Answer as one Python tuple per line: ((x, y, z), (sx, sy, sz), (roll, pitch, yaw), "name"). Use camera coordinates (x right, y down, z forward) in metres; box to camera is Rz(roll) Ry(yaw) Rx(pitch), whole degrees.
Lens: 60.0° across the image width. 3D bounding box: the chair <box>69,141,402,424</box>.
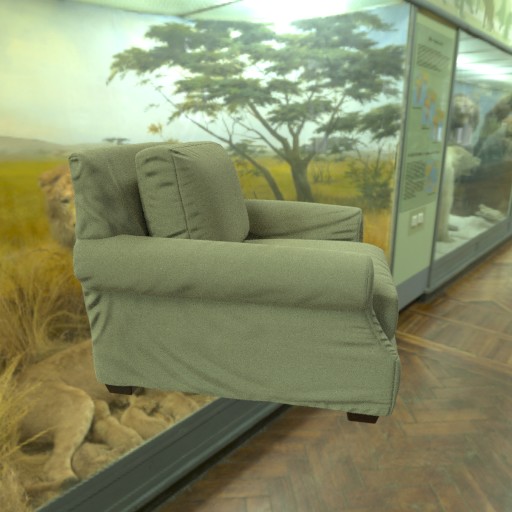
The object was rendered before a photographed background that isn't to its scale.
((0.000, 0.000, 1.738), (1.066, 0.866, 0.940), (3, 17, 10), "chair")
